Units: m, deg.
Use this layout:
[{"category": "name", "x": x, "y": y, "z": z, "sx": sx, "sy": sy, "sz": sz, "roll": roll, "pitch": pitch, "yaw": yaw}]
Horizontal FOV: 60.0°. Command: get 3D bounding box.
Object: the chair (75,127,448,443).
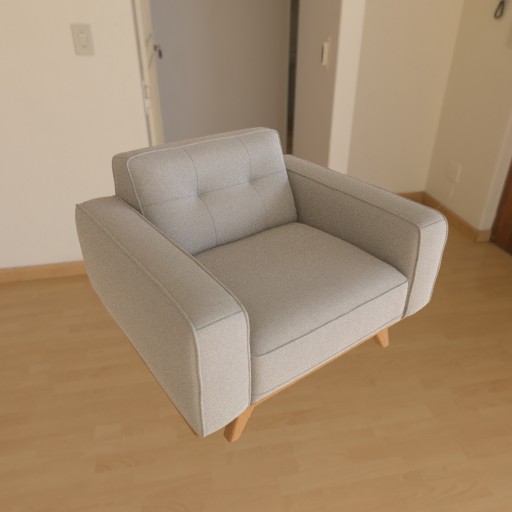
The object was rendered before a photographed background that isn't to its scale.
[{"category": "chair", "x": 0.000, "y": 0.000, "z": 1.747, "sx": 1.115, "sy": 0.779, "sz": 0.953, "roll": -20, "pitch": 36, "yaw": -31}]
